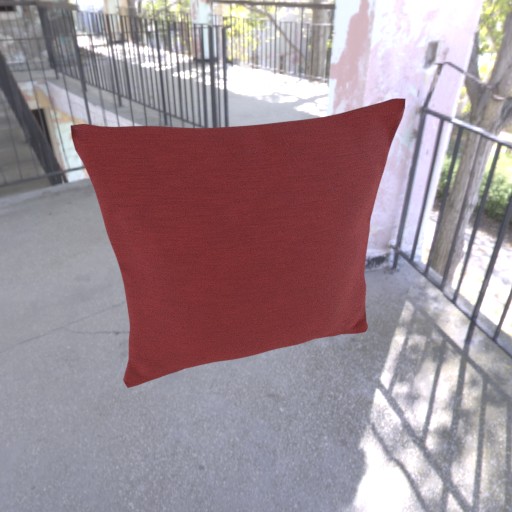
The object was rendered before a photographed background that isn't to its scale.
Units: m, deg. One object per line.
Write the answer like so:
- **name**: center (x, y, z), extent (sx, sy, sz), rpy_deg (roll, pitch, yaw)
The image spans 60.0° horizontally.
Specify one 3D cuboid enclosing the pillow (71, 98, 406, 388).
- **pillow**: center (0.000, 0.000, 0.648), extent (0.435, 0.416, 0.151), rpy_deg (-10, 33, -15)
